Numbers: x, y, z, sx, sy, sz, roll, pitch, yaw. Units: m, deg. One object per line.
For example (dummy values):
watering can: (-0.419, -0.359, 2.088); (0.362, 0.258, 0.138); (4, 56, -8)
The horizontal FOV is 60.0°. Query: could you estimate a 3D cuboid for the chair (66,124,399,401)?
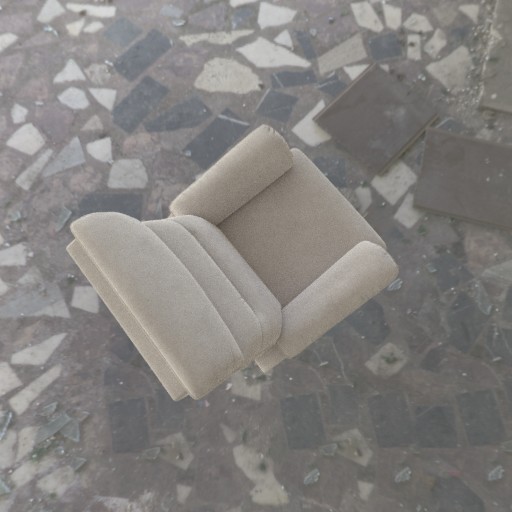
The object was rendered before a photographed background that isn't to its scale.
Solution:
chair: (0.000, 0.000, 1.758); (1.001, 1.039, 0.820); (-38, 78, -9)
